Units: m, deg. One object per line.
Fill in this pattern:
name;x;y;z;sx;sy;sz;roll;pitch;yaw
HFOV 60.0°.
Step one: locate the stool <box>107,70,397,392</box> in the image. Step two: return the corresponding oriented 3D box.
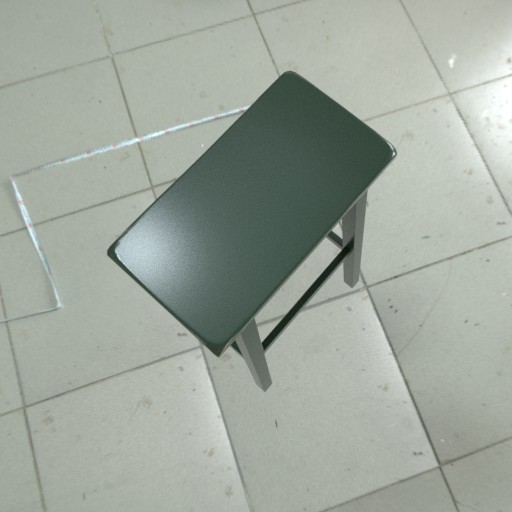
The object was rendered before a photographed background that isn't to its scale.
stool;0.000;0.000;1.062;0.476;0.737;0.457;41;79;10
